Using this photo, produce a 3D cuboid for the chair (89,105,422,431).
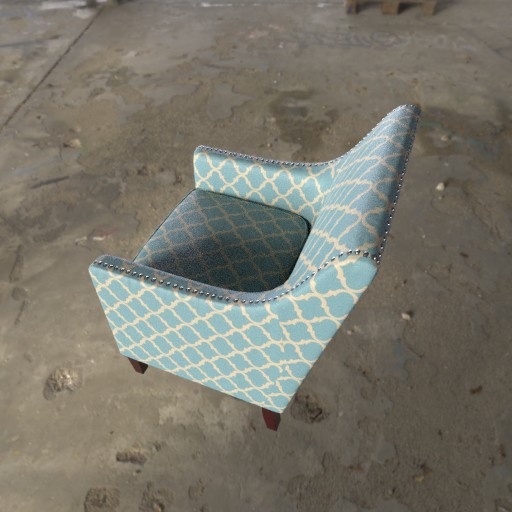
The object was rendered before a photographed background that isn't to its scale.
[{"bbox_3d":[0.000,0.000,1.305,0.686,0.817,0.617,16,47,15],"label":"chair"}]
